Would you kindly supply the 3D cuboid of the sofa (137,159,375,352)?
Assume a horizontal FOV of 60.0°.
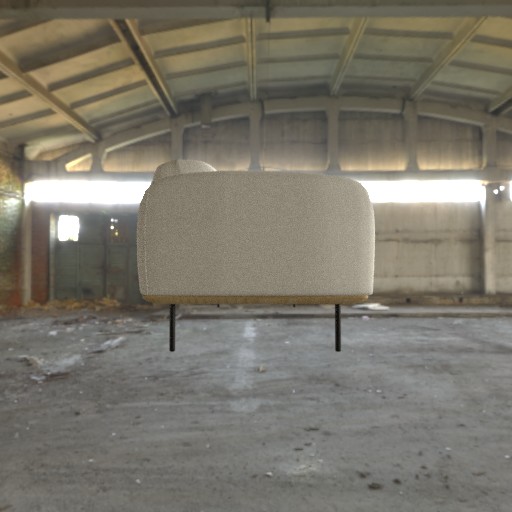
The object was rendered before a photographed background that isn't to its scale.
[{"bbox_3d":[0.000,0.000,2.667,0.870,0.780,2.280,0,-2,0],"label":"sofa"}]
